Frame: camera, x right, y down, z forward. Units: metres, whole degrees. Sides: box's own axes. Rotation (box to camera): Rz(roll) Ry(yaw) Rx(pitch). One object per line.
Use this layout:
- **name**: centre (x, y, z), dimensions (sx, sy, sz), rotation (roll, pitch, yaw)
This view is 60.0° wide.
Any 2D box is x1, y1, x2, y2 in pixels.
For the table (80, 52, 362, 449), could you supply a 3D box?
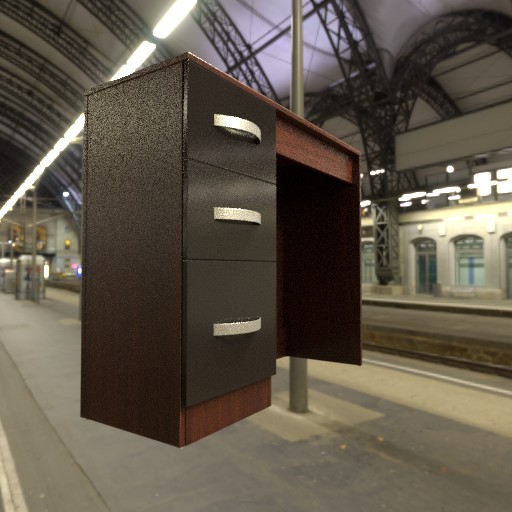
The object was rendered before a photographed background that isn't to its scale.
- **table**: centre (0.000, 0.000, 1.344), dimensions (0.380, 0.790, 0.930), rotation (-1, -2, 34)
